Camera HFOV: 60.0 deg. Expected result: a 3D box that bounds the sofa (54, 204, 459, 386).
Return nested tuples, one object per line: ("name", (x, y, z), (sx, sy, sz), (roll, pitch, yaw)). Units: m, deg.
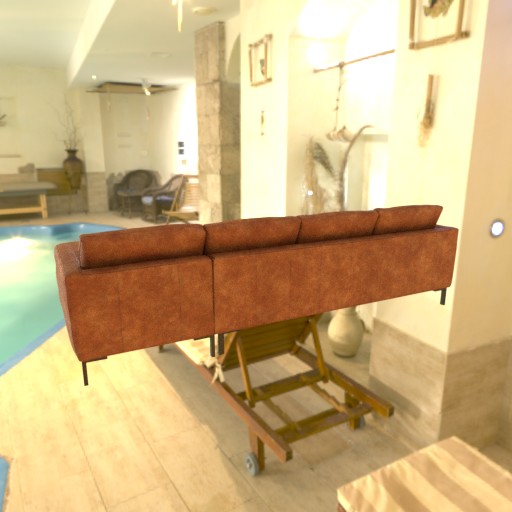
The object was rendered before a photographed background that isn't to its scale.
("sofa", (0.000, 0.000, 3.634), (2.993, 0.859, 1.471), (-7, 16, -26))
